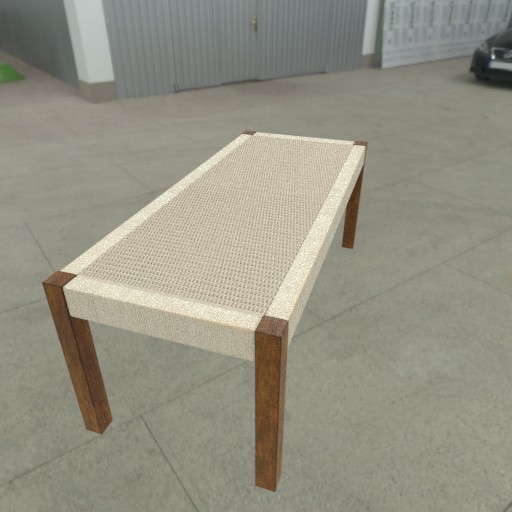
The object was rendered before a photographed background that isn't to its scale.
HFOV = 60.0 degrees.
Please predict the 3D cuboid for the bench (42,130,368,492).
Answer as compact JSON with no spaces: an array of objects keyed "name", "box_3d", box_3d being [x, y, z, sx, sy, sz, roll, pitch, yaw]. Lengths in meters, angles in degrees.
[{"name":"bench","box_3d":[0.000,0.000,1.431,0.507,0.457,1.198,10,32,16]}]
